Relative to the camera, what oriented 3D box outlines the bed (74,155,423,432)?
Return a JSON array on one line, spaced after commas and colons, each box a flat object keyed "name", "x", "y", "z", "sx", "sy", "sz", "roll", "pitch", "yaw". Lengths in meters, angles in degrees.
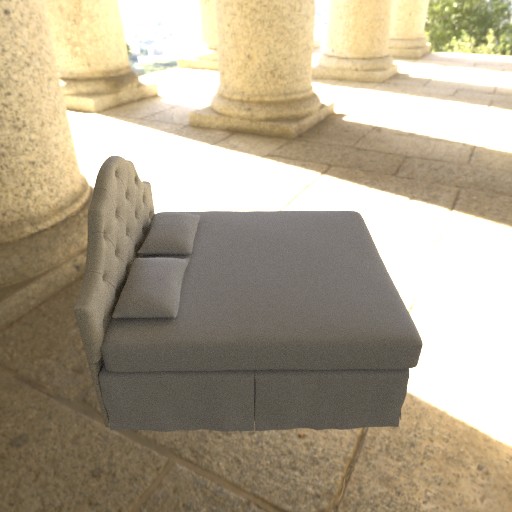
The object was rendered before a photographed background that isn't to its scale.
[{"name": "bed", "x": 0.000, "y": 0.000, "z": 3.452, "sx": 2.086, "sy": 1.555, "sz": 2.012, "roll": 0, "pitch": 32, "yaw": -1}]
